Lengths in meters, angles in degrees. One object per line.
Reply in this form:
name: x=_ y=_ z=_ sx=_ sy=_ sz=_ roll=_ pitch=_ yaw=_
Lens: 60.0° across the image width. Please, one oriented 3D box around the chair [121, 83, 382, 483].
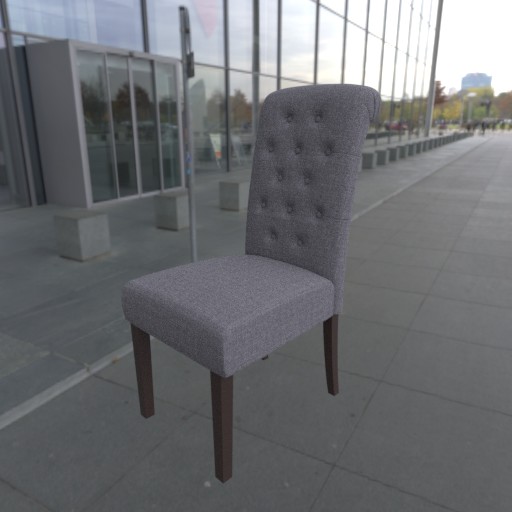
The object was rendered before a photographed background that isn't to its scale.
chair: x=0.000 y=0.000 z=1.352 sx=0.456 sy=1.006 sz=0.671 roll=16 pitch=23 yaw=42
